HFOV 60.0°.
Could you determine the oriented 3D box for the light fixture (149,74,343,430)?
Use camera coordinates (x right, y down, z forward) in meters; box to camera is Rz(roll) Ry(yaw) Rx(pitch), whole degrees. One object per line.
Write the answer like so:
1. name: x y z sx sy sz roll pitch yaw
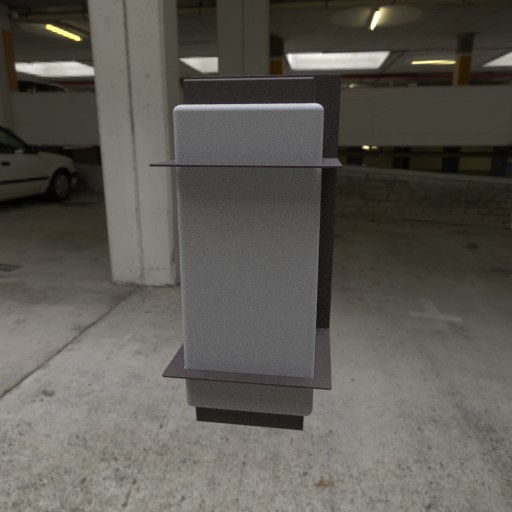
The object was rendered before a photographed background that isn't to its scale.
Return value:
1. light fixture: 0.000 0.000 0.438 0.153 0.347 0.146 2 15 8
